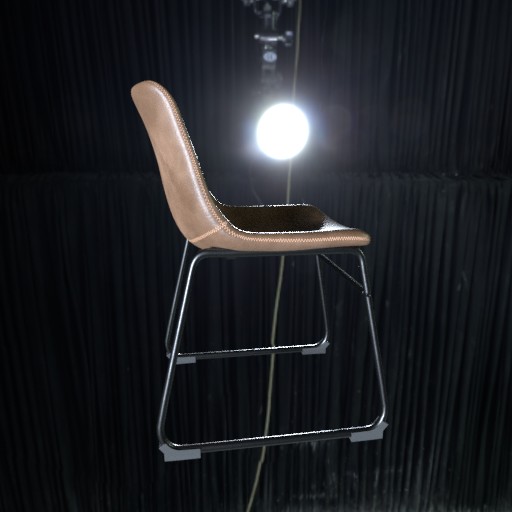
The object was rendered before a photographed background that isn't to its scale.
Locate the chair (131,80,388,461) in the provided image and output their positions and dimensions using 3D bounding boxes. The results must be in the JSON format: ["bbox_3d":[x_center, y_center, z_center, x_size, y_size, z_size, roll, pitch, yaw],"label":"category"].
[{"bbox_3d":[0.000,0.000,1.113,0.551,0.780,0.460,-2,14,-9],"label":"chair"}]
